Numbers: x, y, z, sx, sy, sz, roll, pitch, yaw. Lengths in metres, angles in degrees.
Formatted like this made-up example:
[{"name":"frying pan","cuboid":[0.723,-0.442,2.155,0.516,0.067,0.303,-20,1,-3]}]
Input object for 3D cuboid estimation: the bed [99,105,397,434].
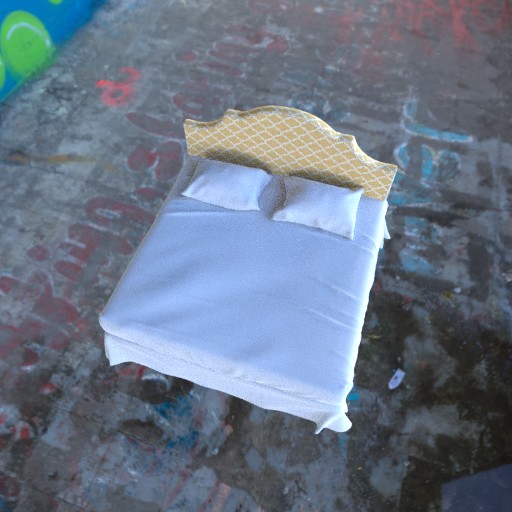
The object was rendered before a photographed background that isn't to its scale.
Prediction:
[{"name":"bed","cuboid":[0.000,0.000,3.806,2.314,1.601,2.222,15,59,10]}]
